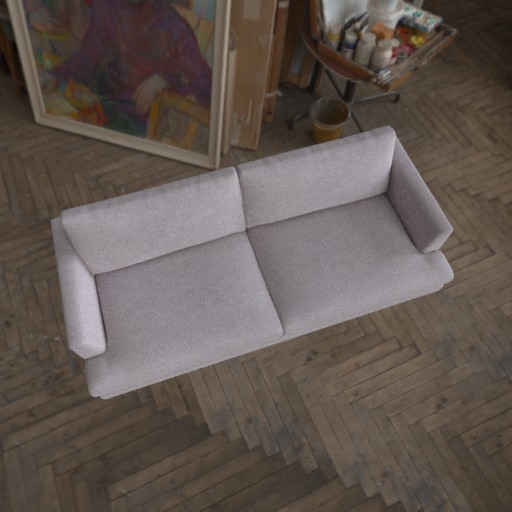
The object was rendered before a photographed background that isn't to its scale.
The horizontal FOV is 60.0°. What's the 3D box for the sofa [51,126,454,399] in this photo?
[{"bbox_3d":[0.000,0.000,2.753,2.250,0.868,1.020,-16,64,-8],"label":"sofa"}]
